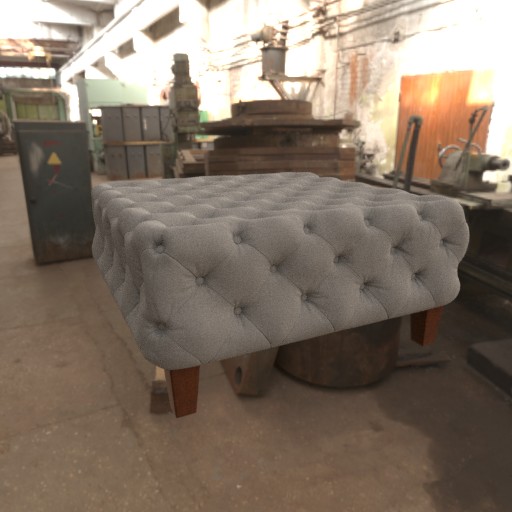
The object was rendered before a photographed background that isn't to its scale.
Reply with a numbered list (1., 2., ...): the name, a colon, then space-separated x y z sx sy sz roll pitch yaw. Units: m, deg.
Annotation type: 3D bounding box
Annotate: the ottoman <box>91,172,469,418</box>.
1. ottoman: 0.000 0.000 1.417 0.911 0.439 0.917 -8 18 -25
